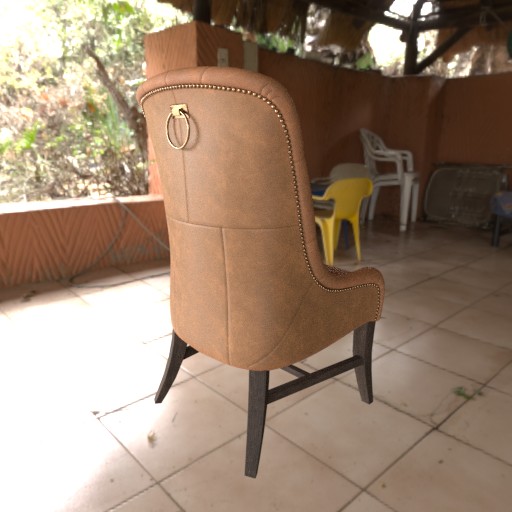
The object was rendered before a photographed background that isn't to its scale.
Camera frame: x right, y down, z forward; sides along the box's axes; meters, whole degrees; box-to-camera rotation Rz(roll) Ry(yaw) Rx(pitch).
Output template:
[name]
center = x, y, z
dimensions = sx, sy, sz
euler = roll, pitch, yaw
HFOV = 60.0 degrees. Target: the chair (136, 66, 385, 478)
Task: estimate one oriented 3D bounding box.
[chair]
center = 0.000, 0.000, 1.459
dimensions = 0.629, 1.091, 0.634
euler = -13, 20, -42
